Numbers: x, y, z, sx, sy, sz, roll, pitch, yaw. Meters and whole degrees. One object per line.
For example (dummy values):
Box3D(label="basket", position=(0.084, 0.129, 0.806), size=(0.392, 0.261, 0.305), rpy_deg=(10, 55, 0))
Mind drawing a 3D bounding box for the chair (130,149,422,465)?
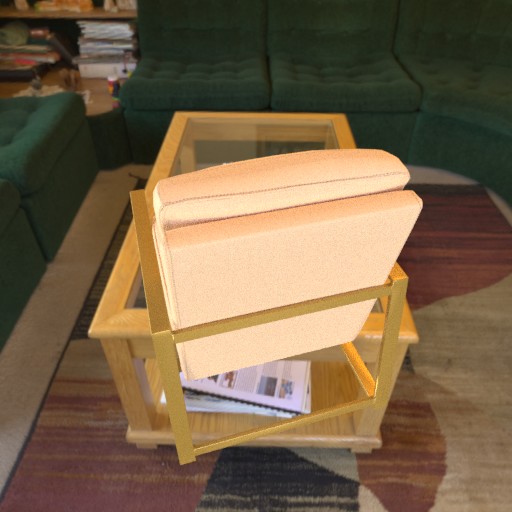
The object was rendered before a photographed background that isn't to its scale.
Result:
Box3D(label="chair", position=(0.000, 0.000, 1.521), size=(0.758, 0.956, 0.813), rpy_deg=(-11, 42, -12))
